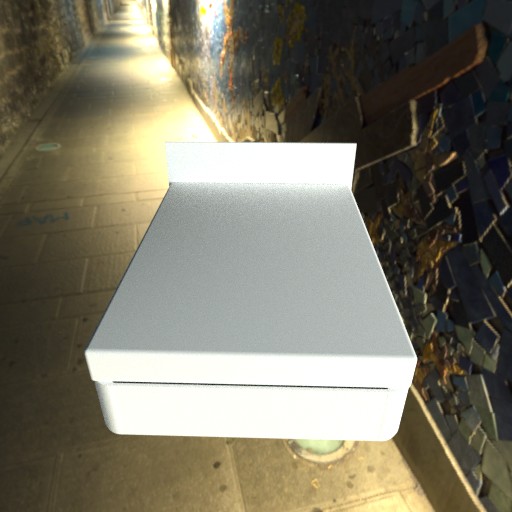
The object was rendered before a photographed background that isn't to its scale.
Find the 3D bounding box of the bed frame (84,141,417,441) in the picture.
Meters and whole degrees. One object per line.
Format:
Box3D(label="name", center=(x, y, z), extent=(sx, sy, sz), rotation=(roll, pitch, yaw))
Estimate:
Box3D(label="bed frame", center=(0.000, 0.000, 2.638), extent=(1.400, 0.800, 1.900), rotation=(1, 31, 2))
